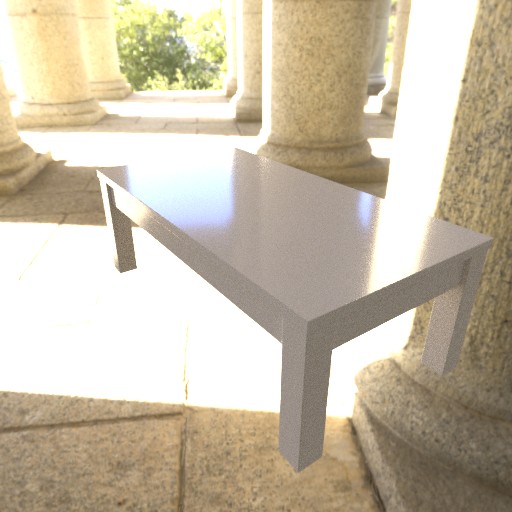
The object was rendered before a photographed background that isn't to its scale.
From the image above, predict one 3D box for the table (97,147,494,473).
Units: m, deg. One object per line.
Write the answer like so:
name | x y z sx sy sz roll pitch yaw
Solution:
table | 0.000 0.000 1.675 0.700 0.470 1.350 -18 32 -31
